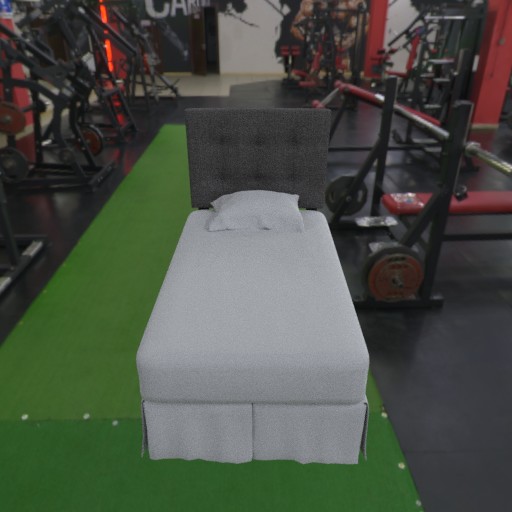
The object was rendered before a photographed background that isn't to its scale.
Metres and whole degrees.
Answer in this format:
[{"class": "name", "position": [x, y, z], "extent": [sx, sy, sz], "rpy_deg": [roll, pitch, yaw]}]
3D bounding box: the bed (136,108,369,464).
[{"class": "bed", "position": [0.000, 0.000, 2.961], "extent": [1.261, 1.571, 1.997], "rpy_deg": [0, 28, 1]}]
